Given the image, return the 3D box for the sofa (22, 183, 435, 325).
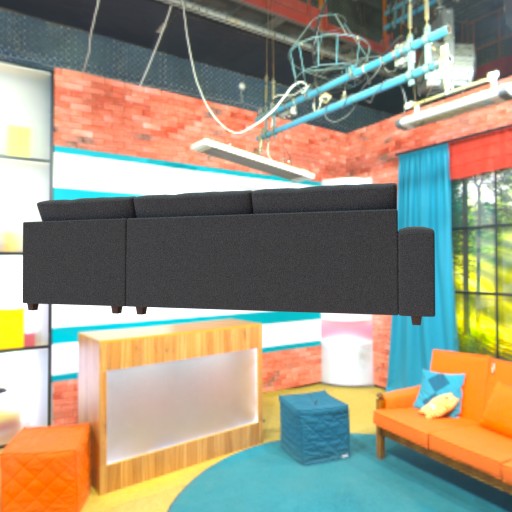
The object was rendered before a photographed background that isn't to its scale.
[{"bbox_3d":[0.000,0.000,4.675,3.277,0.965,2.895,0,-1,17],"label":"sofa"}]
